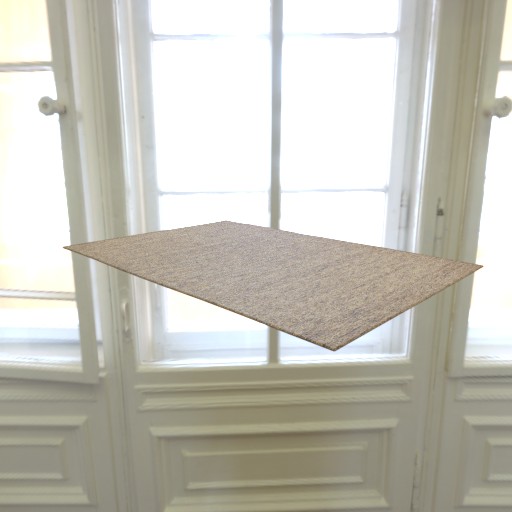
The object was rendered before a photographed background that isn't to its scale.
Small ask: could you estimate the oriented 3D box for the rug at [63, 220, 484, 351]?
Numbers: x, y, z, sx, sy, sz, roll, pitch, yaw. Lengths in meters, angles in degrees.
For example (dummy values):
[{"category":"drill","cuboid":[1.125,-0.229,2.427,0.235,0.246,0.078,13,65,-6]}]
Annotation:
[{"category":"rug","cuboid":[0.000,0.000,2.869,2.283,0.013,1.547,14,20,43]}]
